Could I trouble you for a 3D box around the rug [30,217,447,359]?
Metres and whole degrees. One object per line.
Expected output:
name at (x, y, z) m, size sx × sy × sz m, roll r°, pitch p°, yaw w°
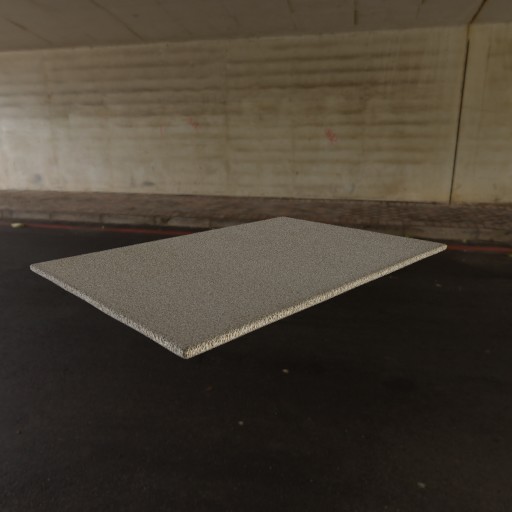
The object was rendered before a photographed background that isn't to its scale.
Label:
rug at (0.000, 0.000, 2.259) m, size 1.778 × 0.030 × 1.219 m, roll -15°, pitch 21°, yaw -43°
